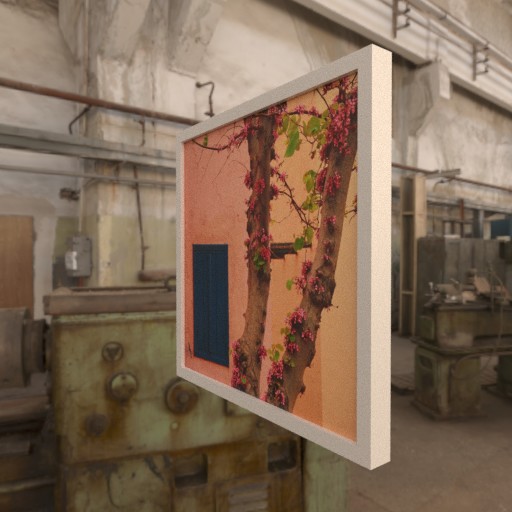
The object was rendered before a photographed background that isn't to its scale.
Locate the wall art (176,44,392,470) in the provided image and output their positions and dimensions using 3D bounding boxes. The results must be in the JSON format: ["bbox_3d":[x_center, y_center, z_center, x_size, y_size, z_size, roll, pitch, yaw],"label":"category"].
[{"bbox_3d":[0.000,0.000,0.742,0.038,0.508,0.507,-1,1,-37],"label":"wall art"}]
